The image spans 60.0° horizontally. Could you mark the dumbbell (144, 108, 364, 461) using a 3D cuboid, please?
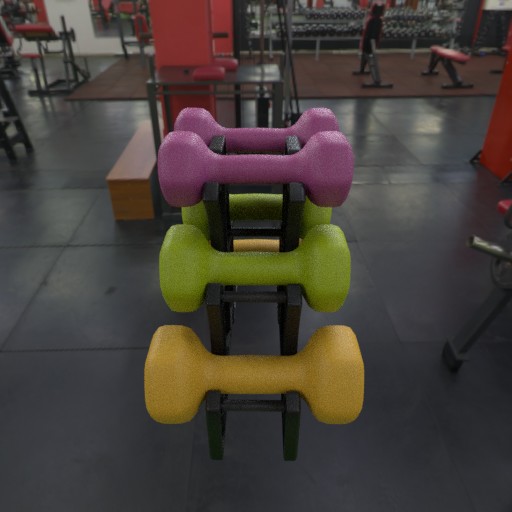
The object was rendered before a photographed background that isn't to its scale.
[{"bbox_3d":[0.000,0.000,0.457,0.190,0.271,0.300,0,32,1],"label":"dumbbell"}]
